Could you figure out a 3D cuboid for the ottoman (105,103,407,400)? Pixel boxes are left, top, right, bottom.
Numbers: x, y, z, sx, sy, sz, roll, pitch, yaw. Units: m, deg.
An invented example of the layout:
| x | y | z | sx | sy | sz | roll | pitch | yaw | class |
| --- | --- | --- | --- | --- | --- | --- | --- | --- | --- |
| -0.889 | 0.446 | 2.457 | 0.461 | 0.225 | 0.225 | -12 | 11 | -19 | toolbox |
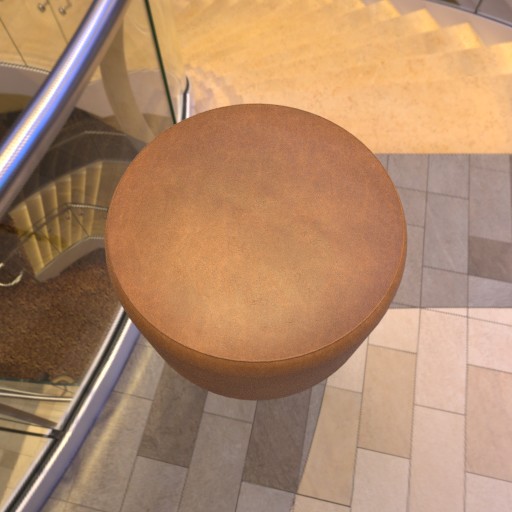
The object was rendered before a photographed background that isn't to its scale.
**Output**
| x | y | z | sx | sy | sz | roll | pitch | yaw | class |
| --- | --- | --- | --- | --- | --- | --- | --- | --- | --- |
| 0.000 | 0.000 | 1.025 | 0.607 | 0.438 | 0.607 | 0 | 64 | 0 | ottoman |
